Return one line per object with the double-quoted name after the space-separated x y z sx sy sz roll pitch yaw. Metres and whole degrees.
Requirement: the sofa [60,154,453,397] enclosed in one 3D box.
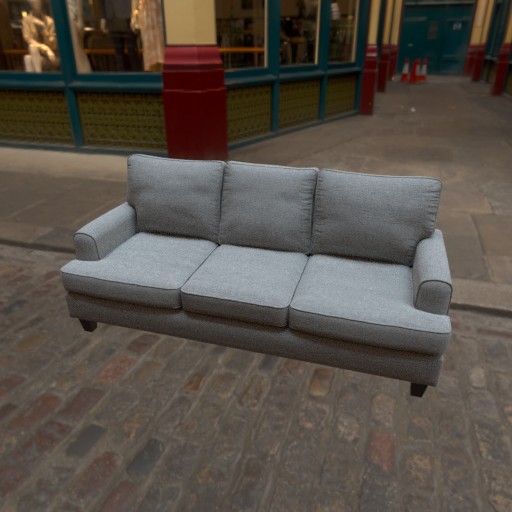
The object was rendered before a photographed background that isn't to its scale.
0.000 0.000 2.683 2.158 0.965 0.951 8 27 15 "sofa"
